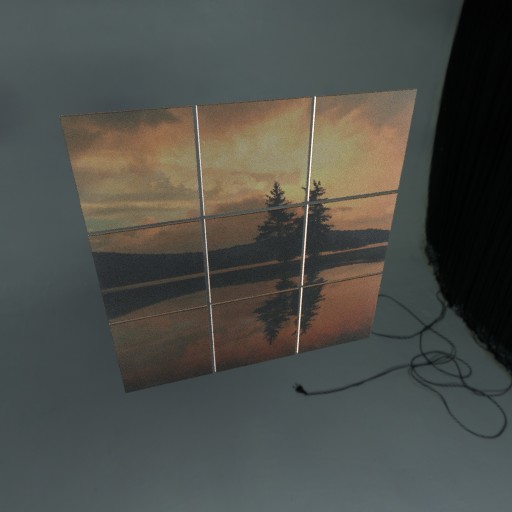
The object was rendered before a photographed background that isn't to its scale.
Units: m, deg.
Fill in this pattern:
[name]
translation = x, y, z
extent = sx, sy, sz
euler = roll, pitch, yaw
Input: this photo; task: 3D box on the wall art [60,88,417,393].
[wall art]
translation = 0.000, 0.000, 1.793
extent = 1.216, 1.218, 0.013
euler = -9, 34, -14
